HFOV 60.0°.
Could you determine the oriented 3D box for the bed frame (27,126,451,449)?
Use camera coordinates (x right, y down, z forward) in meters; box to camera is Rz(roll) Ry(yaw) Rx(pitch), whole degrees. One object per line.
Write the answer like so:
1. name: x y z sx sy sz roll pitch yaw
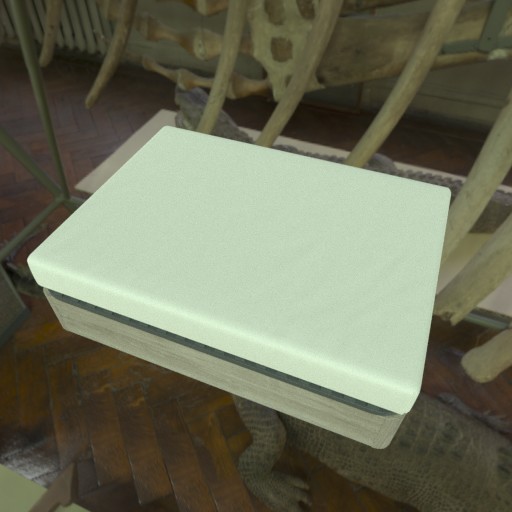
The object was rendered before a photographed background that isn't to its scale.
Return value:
1. bed frame: 0.000 0.000 2.543 1.900 0.561 1.400 16 48 15
